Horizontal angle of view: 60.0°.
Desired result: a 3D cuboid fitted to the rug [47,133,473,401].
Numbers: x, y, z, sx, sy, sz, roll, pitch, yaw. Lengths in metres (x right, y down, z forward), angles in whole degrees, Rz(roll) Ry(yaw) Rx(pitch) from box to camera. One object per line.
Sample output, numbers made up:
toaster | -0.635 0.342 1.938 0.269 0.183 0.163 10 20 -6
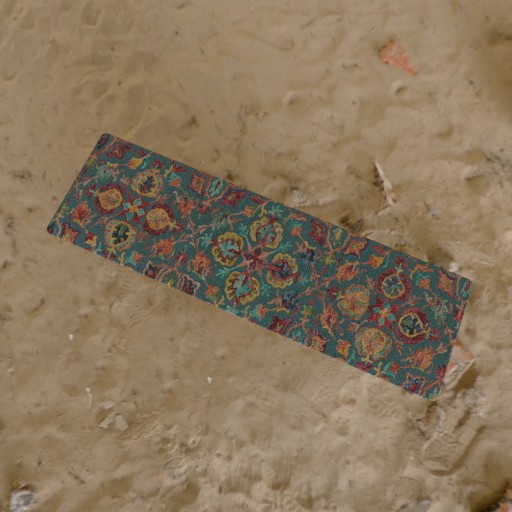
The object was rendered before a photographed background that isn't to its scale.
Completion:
rug | 0.000 0.000 2.448 2.286 0.013 0.686 23 76 6
